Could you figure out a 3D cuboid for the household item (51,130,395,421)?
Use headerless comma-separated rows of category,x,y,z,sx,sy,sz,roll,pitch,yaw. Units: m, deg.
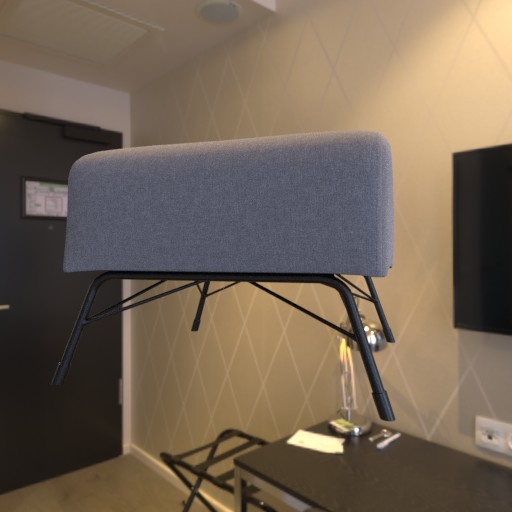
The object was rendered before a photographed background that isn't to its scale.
household item,0.000,0.000,0.882,0.530,0.410,0.530,0,0,17
